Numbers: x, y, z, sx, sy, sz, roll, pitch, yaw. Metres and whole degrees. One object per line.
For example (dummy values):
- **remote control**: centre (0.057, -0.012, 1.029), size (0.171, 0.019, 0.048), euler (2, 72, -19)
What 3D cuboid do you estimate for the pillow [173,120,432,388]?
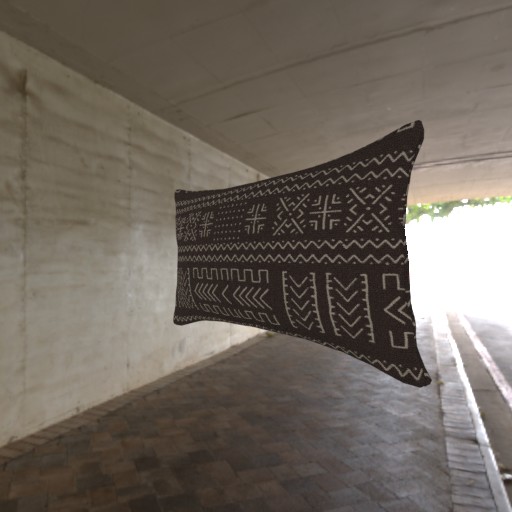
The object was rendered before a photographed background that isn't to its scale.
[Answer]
- **pillow**: centre (0.000, 0.000, 0.786), size (0.135, 0.322, 0.667), euler (0, -1, -37)
